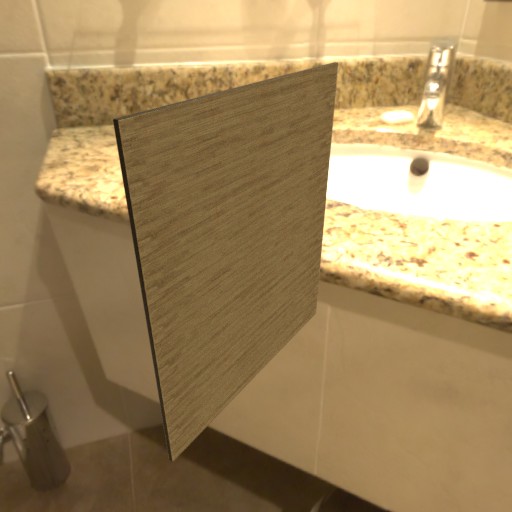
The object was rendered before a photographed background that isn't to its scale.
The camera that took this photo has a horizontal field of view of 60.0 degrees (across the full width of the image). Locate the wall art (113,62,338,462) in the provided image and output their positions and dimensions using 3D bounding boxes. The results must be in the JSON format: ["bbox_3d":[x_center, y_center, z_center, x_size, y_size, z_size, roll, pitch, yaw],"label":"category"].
[{"bbox_3d":[0.000,0.000,0.757,0.009,0.559,0.483,21,37,30],"label":"wall art"}]
